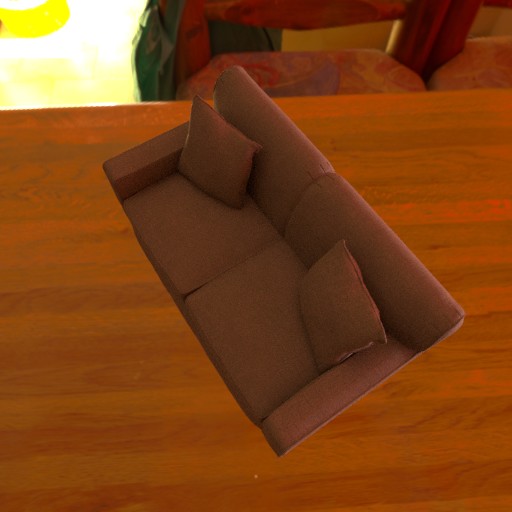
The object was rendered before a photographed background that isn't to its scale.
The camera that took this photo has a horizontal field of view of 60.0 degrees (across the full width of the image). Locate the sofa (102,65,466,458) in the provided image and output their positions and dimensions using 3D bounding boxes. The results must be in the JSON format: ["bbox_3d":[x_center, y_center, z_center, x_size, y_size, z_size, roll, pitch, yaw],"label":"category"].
[{"bbox_3d":[0.000,0.000,2.463,1.000,0.958,1.846,-31,67,-14],"label":"sofa"}]
